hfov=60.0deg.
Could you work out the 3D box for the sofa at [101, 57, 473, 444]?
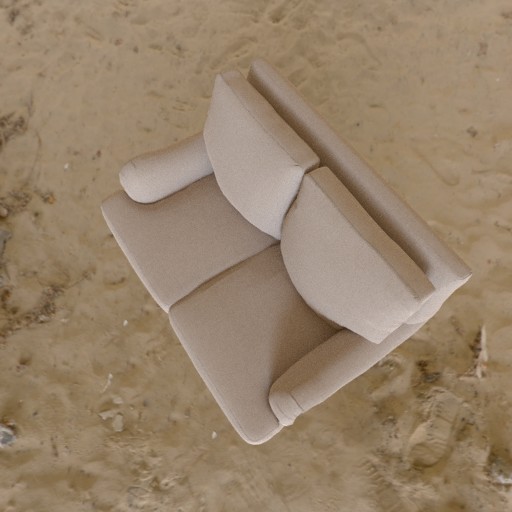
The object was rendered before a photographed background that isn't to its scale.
[{"bbox_3d":[0.000,0.000,2.244,1.087,1.048,1.508,-32,69,-14],"label":"sofa"}]
